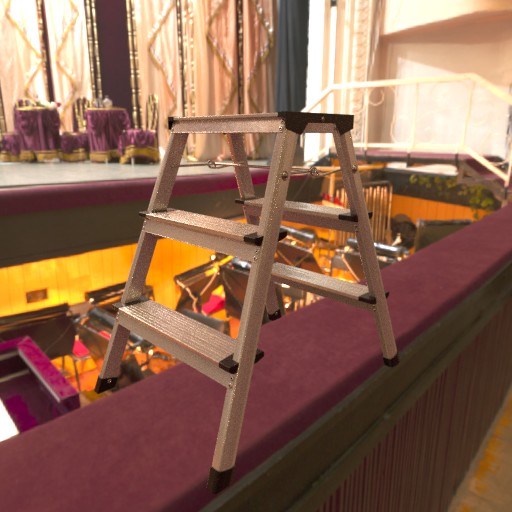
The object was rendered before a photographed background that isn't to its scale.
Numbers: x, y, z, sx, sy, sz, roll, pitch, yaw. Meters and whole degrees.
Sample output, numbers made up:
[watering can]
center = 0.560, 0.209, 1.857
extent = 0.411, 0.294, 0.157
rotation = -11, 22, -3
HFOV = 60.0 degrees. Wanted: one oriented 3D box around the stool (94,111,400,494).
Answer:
[stool]
center = 0.000, 0.000, 1.001
extent = 0.622, 0.605, 0.437
rotation = -15, 21, -43
